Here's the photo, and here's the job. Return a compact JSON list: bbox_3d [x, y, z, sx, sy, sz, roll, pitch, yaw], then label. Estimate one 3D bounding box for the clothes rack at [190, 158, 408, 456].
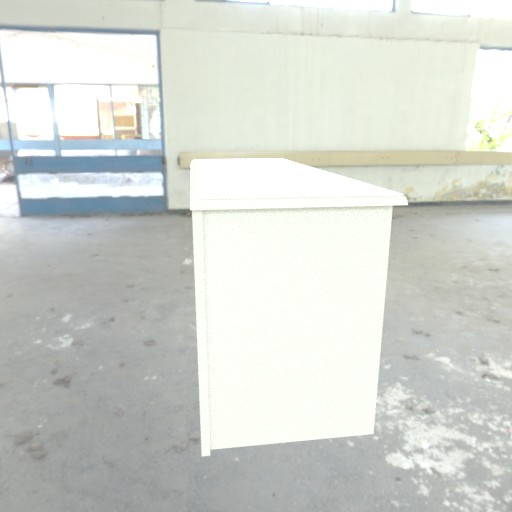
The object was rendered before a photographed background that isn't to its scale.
[{"bbox_3d":[0.000,0.000,1.456,0.405,0.558,1.218,-2,16,-8],"label":"clothes rack"}]
